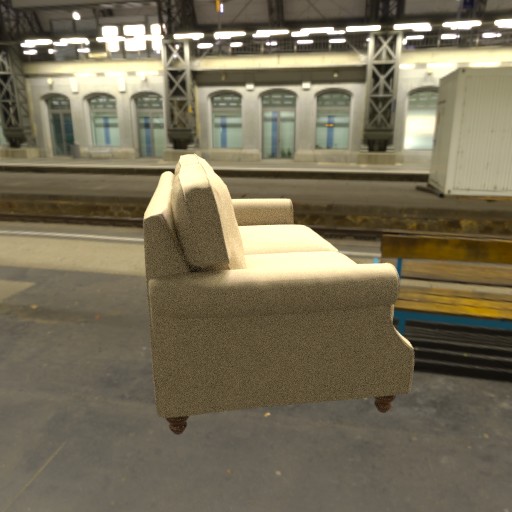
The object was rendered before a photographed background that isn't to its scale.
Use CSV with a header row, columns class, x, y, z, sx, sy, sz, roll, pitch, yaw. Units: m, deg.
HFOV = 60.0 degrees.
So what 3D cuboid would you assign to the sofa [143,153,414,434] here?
class,x,y,z,sx,sy,sz,roll,pitch,yaw
sofa,0.000,0.000,2.220,0.964,0.937,1.665,-3,16,-9
